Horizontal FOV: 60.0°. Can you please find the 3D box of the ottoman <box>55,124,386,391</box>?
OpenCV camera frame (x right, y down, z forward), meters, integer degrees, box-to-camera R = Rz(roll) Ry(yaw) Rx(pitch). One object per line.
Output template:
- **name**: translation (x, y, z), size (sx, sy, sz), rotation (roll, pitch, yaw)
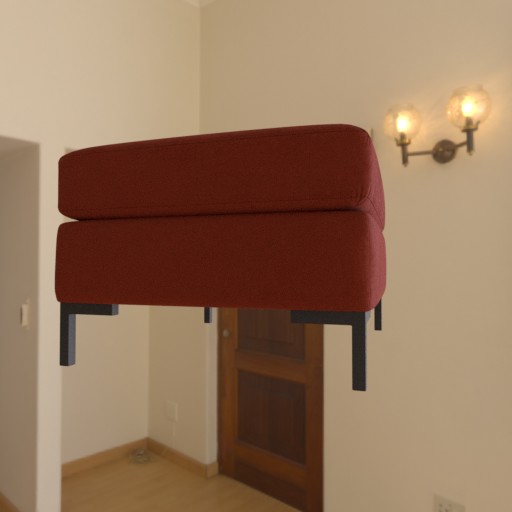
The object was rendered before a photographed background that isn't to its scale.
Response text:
- **ottoman**: translation (0.000, 0.000, 1.169), size (0.650, 0.462, 0.782), rotation (0, -1, 18)
